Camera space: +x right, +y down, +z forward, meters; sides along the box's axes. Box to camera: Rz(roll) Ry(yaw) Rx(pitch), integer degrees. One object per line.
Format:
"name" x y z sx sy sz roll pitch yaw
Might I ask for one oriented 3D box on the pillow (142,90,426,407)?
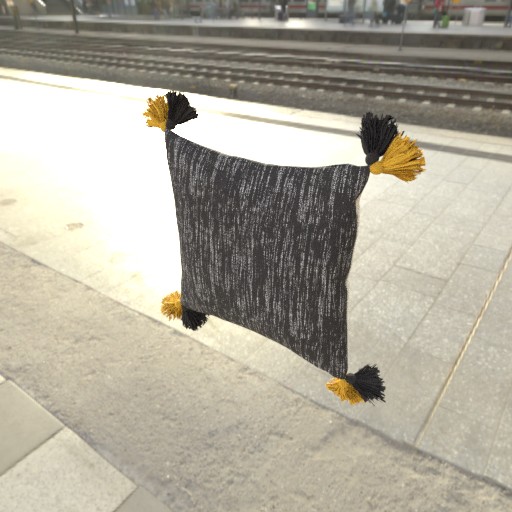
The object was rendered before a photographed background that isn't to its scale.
"pillow" 0.000 0.000 0.972 0.654 0.659 0.139 18 35 29
